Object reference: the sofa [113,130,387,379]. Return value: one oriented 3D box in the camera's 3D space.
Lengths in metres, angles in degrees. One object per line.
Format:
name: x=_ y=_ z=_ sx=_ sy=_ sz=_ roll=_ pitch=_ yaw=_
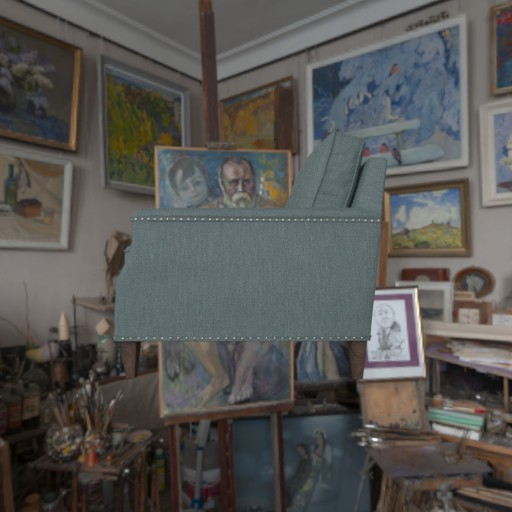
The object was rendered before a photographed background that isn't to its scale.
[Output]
sofa: x=0.000 y=0.000 z=2.800 sx=1.084 sy=1.003 sz=2.246 roll=0 pitch=-1 yaw=1
